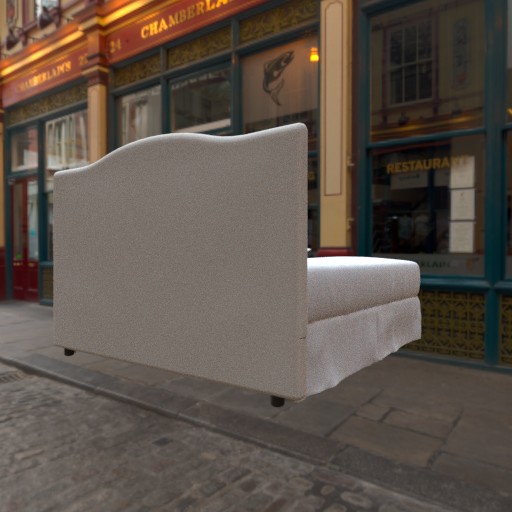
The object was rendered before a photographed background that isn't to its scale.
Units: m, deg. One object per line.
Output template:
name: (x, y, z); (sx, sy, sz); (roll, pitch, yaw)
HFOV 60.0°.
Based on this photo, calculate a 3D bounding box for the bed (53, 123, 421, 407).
bed: (0.000, 0.000, 3.476); (2.083, 1.421, 2.182); (0, 0, 36)
